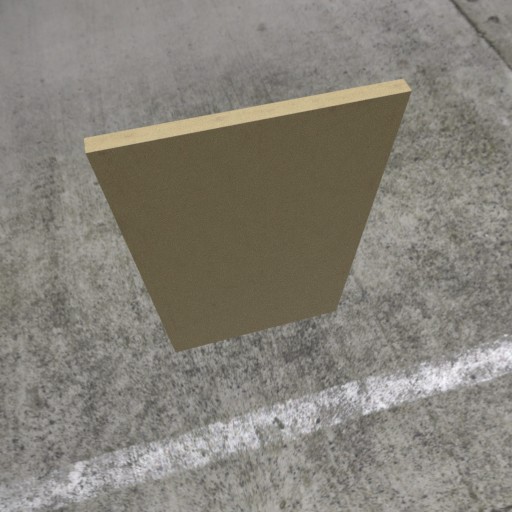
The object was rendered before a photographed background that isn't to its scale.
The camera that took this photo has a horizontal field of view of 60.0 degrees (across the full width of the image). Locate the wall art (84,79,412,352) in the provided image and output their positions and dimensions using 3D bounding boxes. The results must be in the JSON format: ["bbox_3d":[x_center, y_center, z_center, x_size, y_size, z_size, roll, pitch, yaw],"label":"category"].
[{"bbox_3d":[0.000,0.000,1.015,0.510,0.810,0.039,-13,59,-8],"label":"wall art"}]
